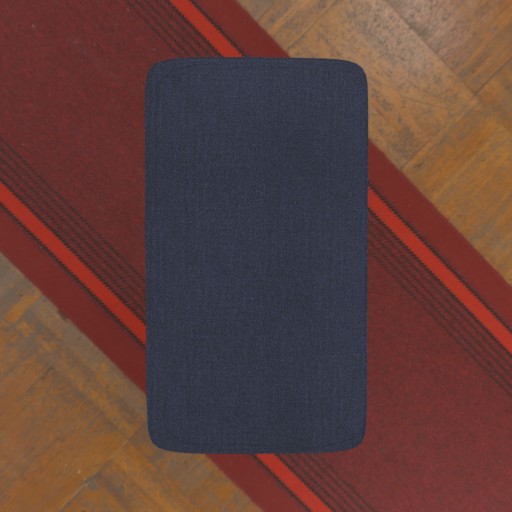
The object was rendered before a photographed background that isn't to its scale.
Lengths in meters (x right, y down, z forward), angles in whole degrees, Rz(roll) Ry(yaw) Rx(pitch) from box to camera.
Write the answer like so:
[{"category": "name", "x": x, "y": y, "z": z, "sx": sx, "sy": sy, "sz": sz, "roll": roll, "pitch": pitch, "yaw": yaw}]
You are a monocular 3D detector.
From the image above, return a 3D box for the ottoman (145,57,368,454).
[{"category": "ottoman", "x": 0.000, "y": 0.000, "z": 1.176, "sx": 0.505, "sy": 0.453, "sz": 0.895, "roll": 0, "pitch": 91, "yaw": -1}]
